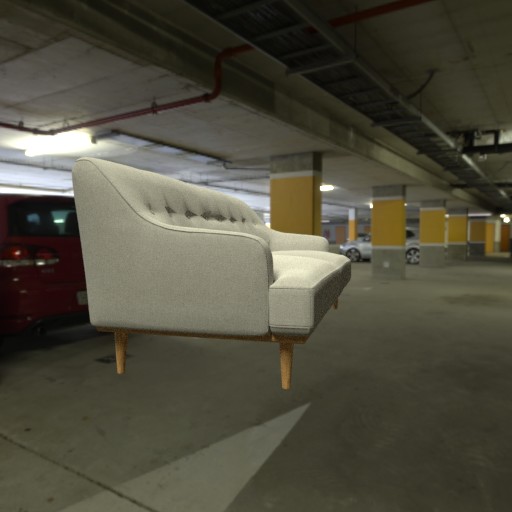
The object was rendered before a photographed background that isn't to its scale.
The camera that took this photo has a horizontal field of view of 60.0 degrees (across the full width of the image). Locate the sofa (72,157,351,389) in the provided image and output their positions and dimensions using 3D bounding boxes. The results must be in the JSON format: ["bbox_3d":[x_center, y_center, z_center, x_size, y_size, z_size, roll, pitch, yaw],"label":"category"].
[{"bbox_3d":[0.000,0.000,2.577,0.978,0.871,2.057,1,2,15],"label":"sofa"}]
